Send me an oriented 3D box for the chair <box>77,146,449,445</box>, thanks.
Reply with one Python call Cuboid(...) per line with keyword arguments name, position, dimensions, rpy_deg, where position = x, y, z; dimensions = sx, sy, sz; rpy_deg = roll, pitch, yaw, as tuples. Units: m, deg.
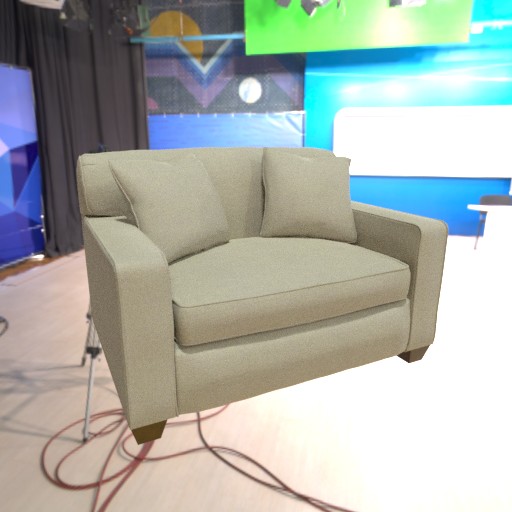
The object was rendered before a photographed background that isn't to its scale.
Cuboid(name="chair", position=(0.000, 0.000, 2.015), dimensions=(1.383, 0.948, 1.000), rpy_deg=(-8, 18, -25))
